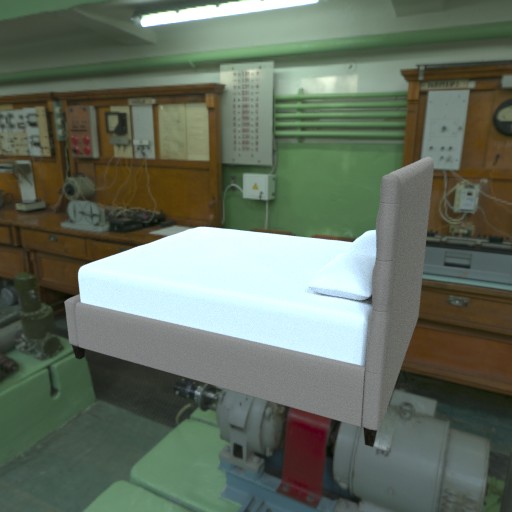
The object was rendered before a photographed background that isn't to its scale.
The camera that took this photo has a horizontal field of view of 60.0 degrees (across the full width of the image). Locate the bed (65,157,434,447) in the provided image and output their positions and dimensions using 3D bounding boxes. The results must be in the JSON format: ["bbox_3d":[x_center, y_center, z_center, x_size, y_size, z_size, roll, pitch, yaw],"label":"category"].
[{"bbox_3d":[0.000,0.000,3.320,2.233,1.426,1.696,7,17,25],"label":"bed"}]
